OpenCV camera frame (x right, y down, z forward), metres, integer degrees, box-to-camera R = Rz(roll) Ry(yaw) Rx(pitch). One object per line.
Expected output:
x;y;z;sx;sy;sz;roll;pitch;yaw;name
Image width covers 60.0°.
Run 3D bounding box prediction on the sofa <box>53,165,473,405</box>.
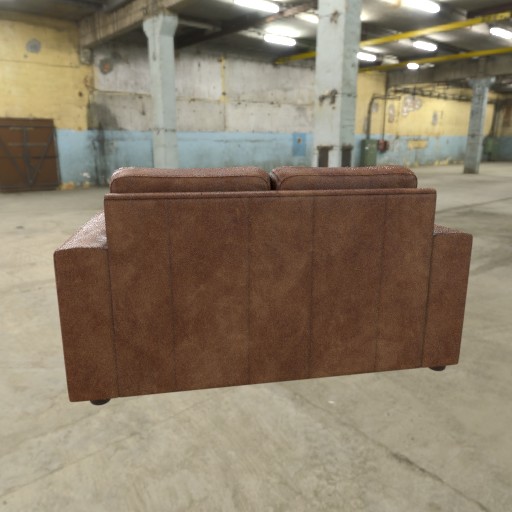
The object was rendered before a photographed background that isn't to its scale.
0.000;0.000;2.185;1.626;0.889;1.041;-3;14;-10;sofa
